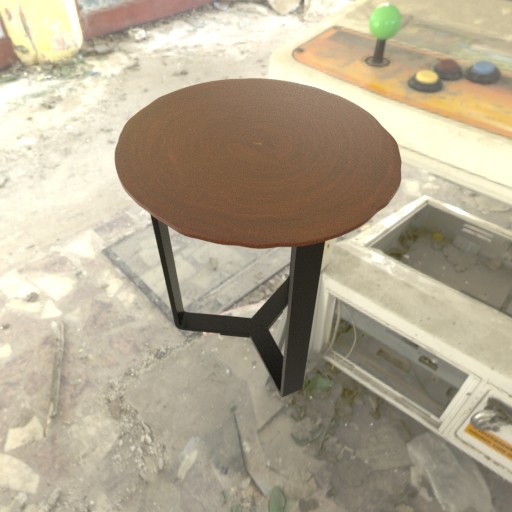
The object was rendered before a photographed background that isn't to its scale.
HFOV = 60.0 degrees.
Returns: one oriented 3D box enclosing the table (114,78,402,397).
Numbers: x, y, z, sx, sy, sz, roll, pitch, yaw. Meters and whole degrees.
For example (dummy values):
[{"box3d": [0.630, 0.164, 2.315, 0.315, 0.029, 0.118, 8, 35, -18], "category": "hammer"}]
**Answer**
[{"box3d": [0.000, 0.000, 0.772, 0.380, 0.450, 0.410, -18, 48, -16], "category": "table"}]
